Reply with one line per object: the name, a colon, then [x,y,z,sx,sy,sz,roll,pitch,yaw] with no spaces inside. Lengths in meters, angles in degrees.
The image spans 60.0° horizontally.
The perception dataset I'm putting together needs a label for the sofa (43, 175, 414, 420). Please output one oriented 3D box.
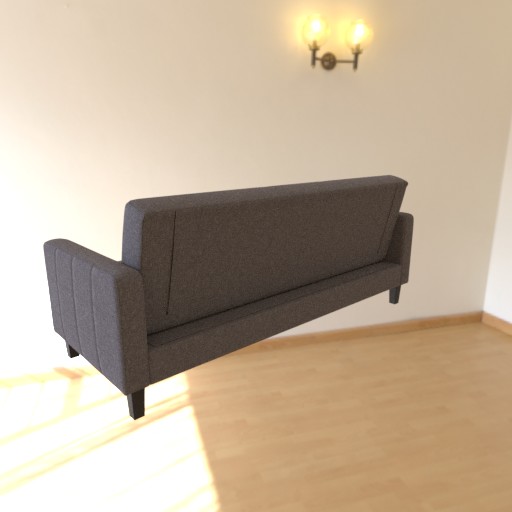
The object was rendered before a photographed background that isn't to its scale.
sofa: [0.000,0.000,2.505,2.040,0.850,0.810,-13,20,-40]
